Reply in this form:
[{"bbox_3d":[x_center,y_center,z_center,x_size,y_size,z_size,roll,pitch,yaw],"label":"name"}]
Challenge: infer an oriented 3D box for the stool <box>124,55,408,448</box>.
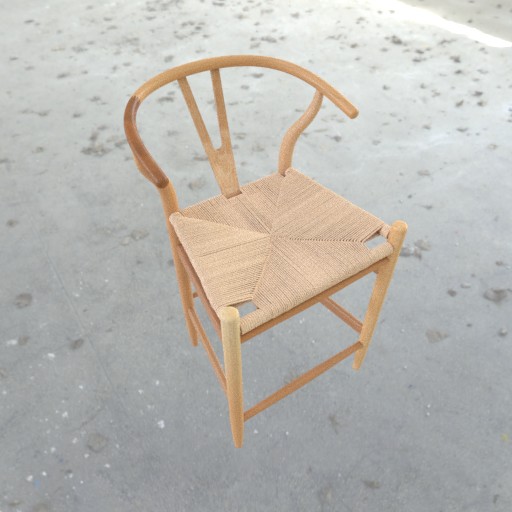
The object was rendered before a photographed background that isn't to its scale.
[{"bbox_3d":[0.000,0.000,1.277,0.536,0.923,0.575,-25,51,-23],"label":"stool"}]
